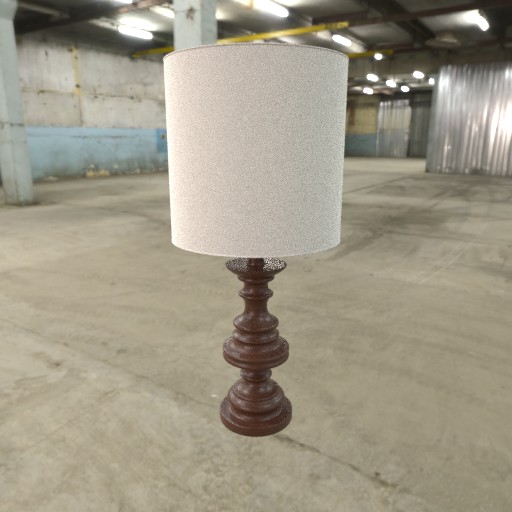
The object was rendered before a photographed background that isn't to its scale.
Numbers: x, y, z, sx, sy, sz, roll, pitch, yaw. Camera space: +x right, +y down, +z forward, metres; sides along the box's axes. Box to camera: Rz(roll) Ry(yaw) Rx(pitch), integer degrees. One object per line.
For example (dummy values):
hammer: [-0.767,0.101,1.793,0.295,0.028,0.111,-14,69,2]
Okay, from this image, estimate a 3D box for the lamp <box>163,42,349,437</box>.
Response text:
lamp: [0.000,0.000,0.562,0.208,0.455,0.208,-7,16,-27]
